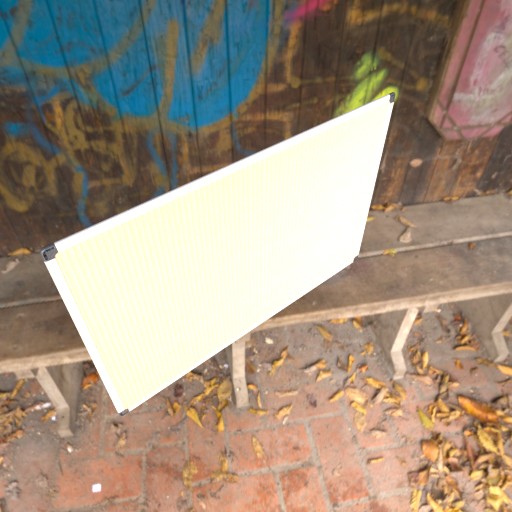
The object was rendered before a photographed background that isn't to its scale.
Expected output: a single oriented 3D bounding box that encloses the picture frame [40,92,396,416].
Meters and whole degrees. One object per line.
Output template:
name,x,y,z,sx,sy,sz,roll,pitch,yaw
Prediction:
picture frame,0.000,0.000,1.125,0.900,0.600,0.010,-30,52,-26
